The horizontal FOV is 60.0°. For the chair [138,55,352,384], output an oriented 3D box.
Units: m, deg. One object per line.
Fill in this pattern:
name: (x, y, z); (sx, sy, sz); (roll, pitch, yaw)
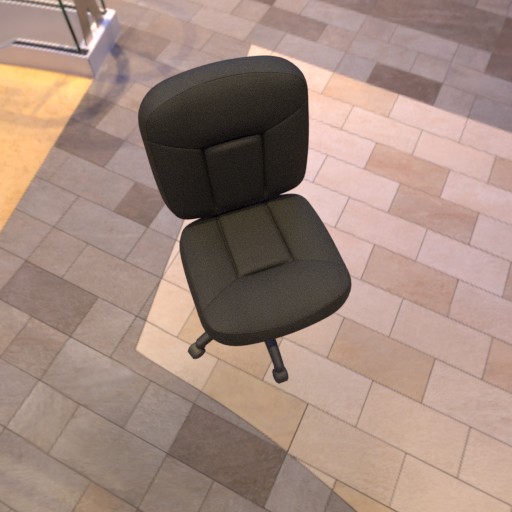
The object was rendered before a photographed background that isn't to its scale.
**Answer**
chair: (0.000, 0.000, 1.371); (0.610, 0.972, 0.610); (-18, 64, -9)
